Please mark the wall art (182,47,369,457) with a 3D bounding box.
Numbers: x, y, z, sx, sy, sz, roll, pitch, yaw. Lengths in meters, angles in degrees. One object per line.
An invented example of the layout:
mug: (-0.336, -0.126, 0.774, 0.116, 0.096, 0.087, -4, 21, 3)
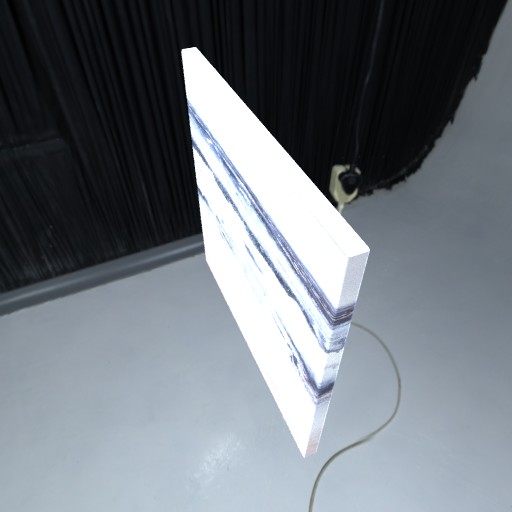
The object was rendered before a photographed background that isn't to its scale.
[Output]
wall art: (0.000, 0.000, 1.109, 0.065, 0.747, 0.755, -18, 49, -16)
